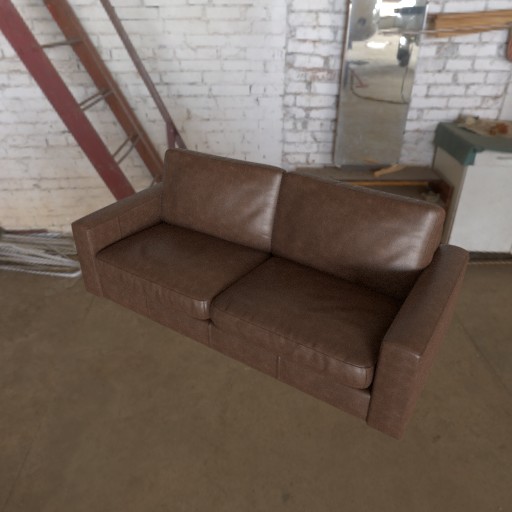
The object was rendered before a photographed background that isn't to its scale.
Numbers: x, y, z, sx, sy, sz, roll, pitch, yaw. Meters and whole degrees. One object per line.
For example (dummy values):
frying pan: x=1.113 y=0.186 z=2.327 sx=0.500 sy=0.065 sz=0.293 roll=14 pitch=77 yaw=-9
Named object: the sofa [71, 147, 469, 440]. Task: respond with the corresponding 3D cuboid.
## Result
sofa: x=0.000 y=0.000 z=2.658 sx=2.179 sy=0.873 sz=1.016 roll=18 pitch=35 yaw=28
